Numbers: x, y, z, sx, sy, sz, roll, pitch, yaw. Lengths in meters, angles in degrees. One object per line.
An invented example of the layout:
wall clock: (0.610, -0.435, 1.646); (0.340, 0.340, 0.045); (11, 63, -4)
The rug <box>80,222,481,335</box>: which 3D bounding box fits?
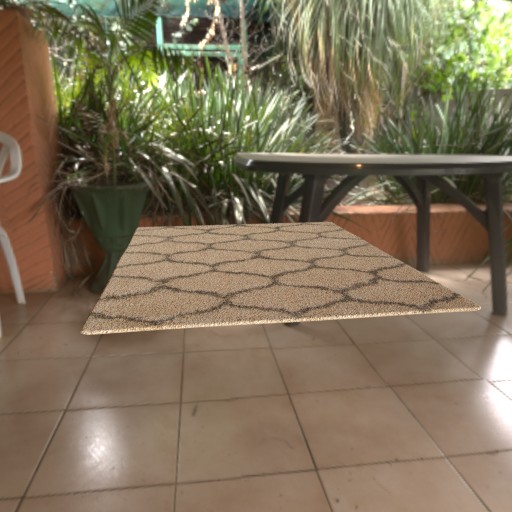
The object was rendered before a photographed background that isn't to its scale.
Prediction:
rug: (0.000, 0.000, 4.006); (2.399, 0.026, 3.000); (-2, 15, -8)
